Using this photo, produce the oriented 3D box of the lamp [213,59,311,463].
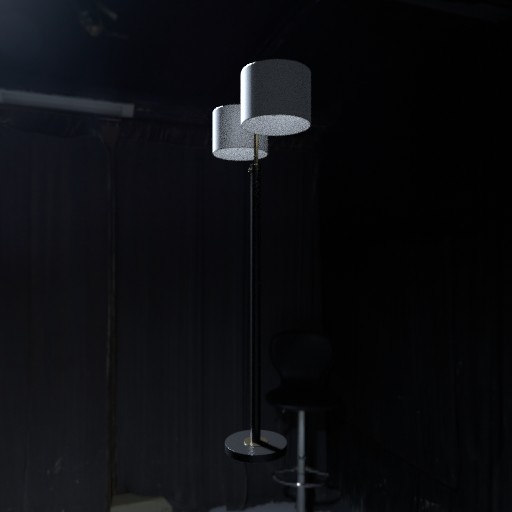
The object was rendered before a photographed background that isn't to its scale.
[{"bbox_3d":[0.000,0.000,1.828,0.254,1.587,0.711,0,-1,-18],"label":"lamp"}]
